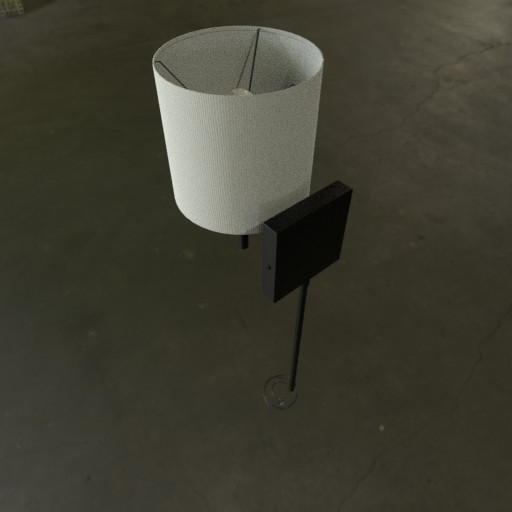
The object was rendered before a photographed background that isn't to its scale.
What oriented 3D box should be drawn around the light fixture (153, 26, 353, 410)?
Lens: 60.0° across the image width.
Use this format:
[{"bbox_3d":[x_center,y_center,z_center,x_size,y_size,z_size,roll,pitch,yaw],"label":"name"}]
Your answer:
[{"bbox_3d":[0.000,0.000,0.687,0.188,0.589,0.248,-31,54,-26],"label":"light fixture"}]
